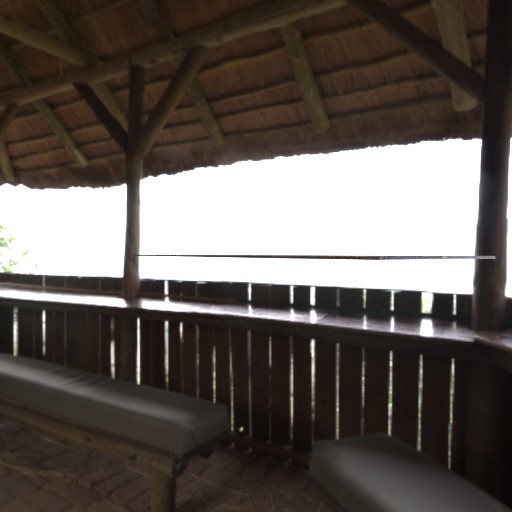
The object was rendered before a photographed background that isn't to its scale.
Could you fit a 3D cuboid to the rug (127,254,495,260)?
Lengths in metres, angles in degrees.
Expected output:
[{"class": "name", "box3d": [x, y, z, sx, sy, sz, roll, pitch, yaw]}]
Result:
[{"class": "rug", "box3d": [0.000, 0.000, 2.470, 0.687, 0.011, 2.287, 0, 0, -35]}]
